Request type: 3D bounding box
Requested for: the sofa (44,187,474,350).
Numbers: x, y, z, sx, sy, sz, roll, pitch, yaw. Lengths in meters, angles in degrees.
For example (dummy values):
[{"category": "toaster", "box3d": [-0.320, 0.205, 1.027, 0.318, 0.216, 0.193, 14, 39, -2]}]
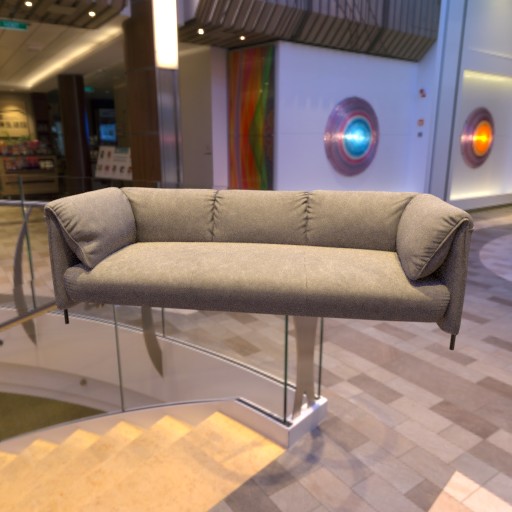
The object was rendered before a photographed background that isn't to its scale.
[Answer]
[{"category": "sofa", "box3d": [0.000, 0.000, 2.715, 2.238, 0.758, 0.899, 2, 15, 9]}]
